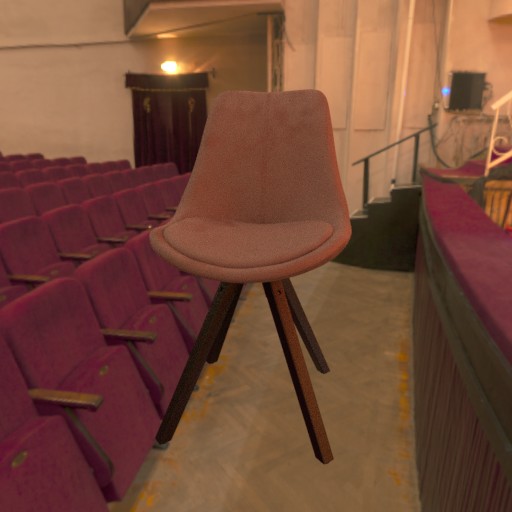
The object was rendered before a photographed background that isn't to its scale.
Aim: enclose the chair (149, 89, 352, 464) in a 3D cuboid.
[{"bbox_3d":[0.000,0.000,1.161,0.483,0.865,0.547,3,15,9],"label":"chair"}]
